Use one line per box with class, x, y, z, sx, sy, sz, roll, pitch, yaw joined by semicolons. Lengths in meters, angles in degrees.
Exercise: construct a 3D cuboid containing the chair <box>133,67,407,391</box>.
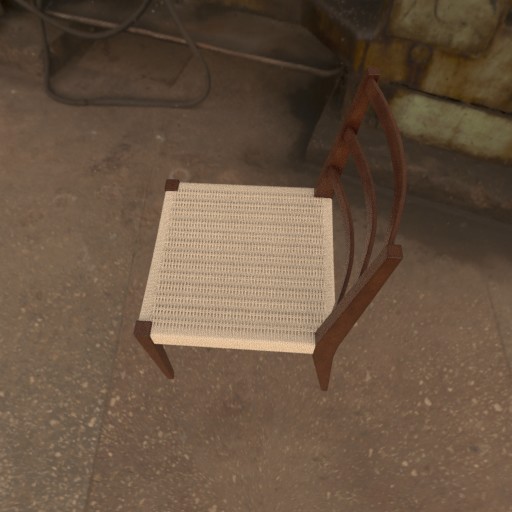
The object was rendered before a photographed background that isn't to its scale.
chair;0.000;0.000;1.163;0.551;0.813;0.480;3;59;2
